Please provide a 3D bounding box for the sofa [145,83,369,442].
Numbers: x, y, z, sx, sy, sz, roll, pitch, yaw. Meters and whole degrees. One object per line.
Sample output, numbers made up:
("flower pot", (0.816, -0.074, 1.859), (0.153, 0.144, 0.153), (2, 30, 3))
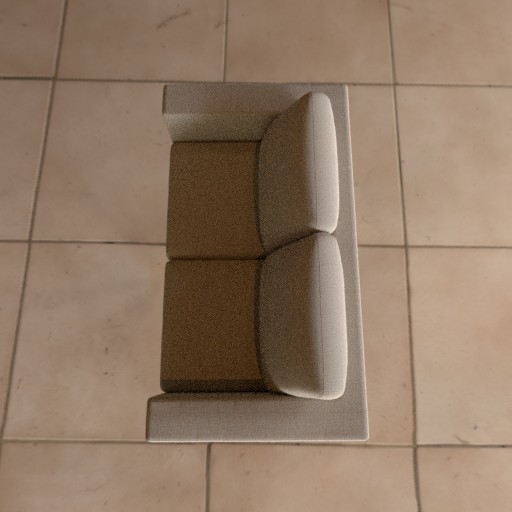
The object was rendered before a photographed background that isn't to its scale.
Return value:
("sofa", (0.000, 0.000, 2.361), (1.009, 0.932, 1.813), (0, 76, 0))
